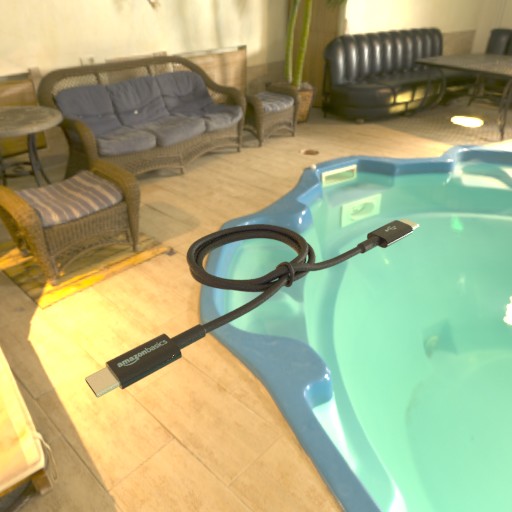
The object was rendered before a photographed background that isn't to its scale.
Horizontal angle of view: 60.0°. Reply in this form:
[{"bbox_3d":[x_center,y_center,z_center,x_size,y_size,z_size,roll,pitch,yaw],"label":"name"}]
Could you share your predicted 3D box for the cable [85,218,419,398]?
[{"bbox_3d":[0.000,0.000,0.232,0.203,0.014,0.070,-24,39,-34],"label":"cable"}]
